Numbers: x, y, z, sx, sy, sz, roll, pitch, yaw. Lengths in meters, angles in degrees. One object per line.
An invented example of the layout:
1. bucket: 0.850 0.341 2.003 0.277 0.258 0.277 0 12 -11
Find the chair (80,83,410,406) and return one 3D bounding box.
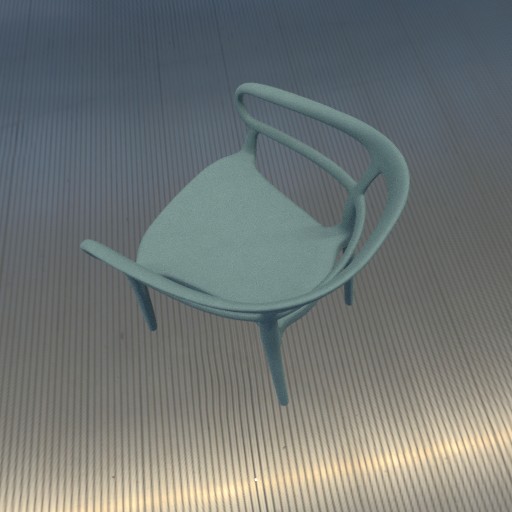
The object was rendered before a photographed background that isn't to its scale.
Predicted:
1. chair: 0.000 0.000 1.124 0.527 0.761 0.559 32 68 15
